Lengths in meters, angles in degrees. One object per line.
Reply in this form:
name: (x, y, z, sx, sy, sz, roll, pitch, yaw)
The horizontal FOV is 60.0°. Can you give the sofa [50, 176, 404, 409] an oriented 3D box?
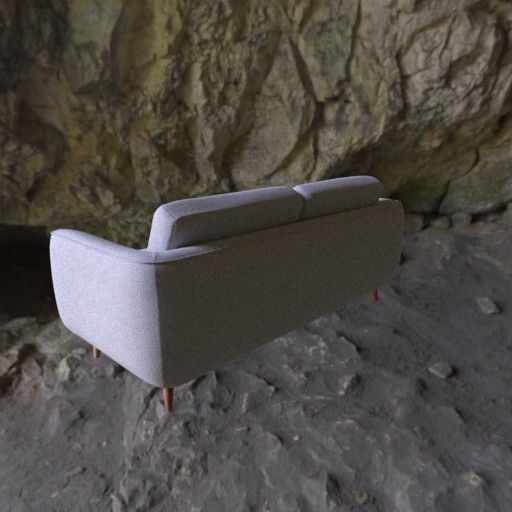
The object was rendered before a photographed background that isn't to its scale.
sofa: (0.000, 0.000, 2.515, 0.920, 0.850, 2.000, 15, 21, 42)
